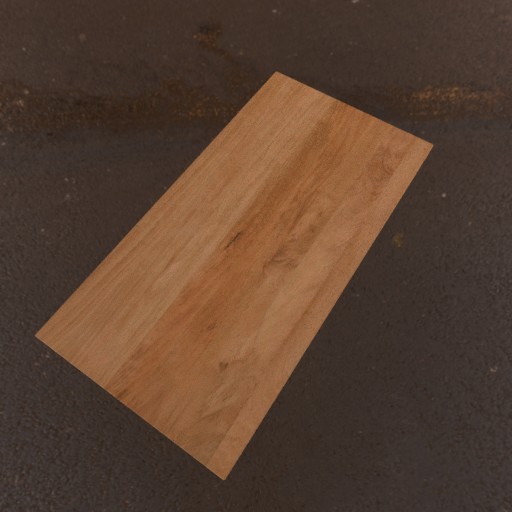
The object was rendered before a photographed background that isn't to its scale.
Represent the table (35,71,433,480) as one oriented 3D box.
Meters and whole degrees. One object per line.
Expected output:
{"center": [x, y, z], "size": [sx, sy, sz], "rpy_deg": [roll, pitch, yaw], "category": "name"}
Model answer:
{"center": [0.000, 0.000, 1.673], "size": [0.699, 0.400, 1.348], "rpy_deg": [31, 67, 14], "category": "table"}
